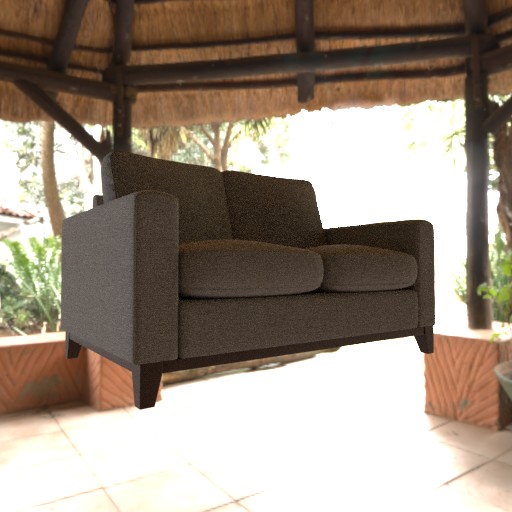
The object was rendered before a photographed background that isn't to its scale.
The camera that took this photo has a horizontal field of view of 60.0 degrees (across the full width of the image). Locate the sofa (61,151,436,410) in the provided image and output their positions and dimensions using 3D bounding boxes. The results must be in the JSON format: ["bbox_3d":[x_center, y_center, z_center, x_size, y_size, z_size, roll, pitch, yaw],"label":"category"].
[{"bbox_3d":[0.000,0.000,1.955,1.420,0.873,0.917,1,-2,-36],"label":"sofa"}]
